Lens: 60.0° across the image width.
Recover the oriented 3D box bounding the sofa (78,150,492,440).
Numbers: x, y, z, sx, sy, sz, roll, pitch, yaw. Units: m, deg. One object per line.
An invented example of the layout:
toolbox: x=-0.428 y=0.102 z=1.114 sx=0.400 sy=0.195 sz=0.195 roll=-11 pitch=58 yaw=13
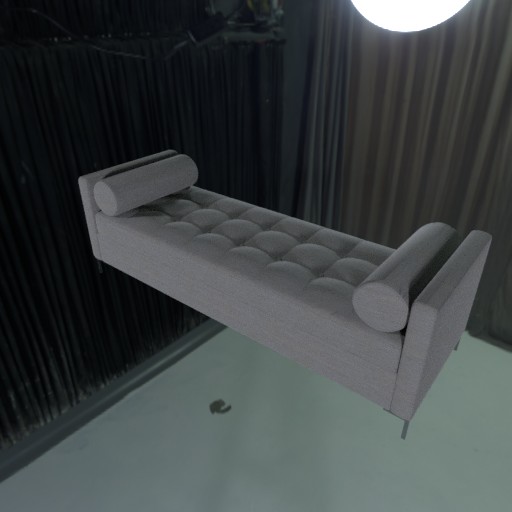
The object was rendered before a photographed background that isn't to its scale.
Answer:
sofa: x=0.000 y=0.000 z=2.289 sx=1.981 sy=0.635 sz=0.686 roll=21 pitch=36 yaw=33
